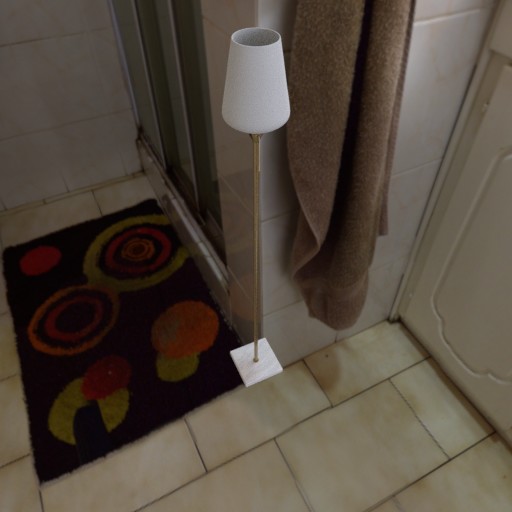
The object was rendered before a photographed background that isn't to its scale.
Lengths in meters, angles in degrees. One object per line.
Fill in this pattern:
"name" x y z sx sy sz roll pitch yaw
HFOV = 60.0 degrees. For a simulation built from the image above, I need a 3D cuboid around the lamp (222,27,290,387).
"lamp" 0.000 0.000 1.917 0.229 1.813 0.232 -19 50 -17
